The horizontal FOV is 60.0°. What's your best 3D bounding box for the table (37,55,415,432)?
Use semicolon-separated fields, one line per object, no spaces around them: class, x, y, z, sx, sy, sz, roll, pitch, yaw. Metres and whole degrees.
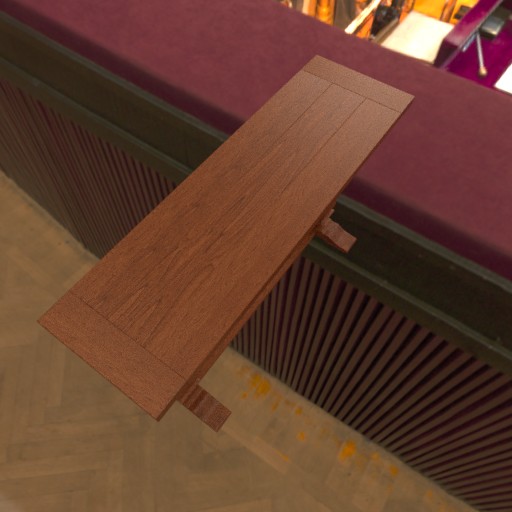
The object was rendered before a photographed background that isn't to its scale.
table;0.000;0.000;1.842;0.461;0.852;1.478;32;64;18
